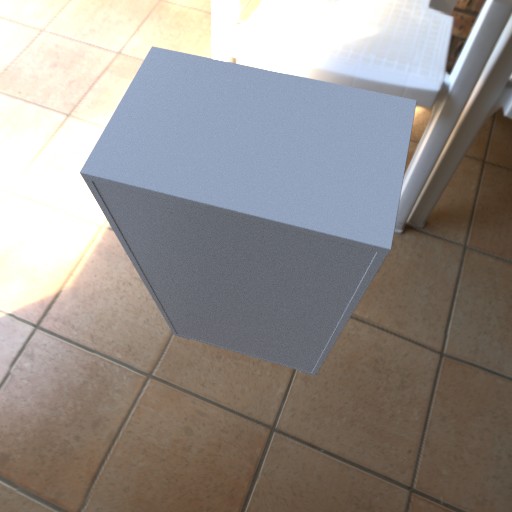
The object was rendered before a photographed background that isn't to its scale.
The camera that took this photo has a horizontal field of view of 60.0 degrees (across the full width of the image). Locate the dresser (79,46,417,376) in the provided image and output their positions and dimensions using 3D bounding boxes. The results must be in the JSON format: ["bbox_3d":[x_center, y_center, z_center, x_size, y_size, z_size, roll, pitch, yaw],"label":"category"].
[{"bbox_3d":[0.000,0.000,1.499,0.650,1.190,0.400,15,64,7],"label":"dresser"}]
